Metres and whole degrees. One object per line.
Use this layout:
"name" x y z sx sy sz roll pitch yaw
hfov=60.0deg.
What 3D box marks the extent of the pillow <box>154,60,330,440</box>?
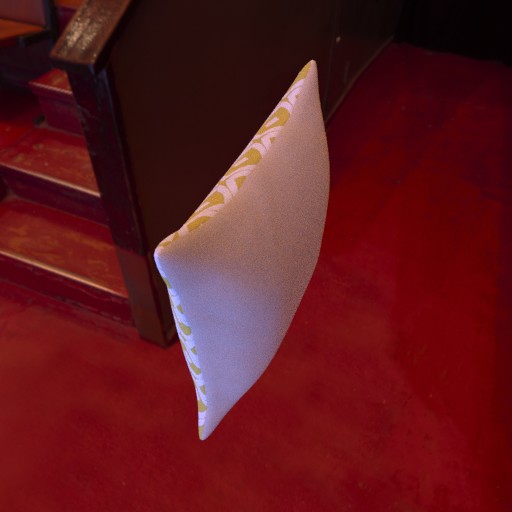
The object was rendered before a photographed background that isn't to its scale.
"pillow" 0.000 0.000 0.779 0.188 0.494 0.504 17 49 16
